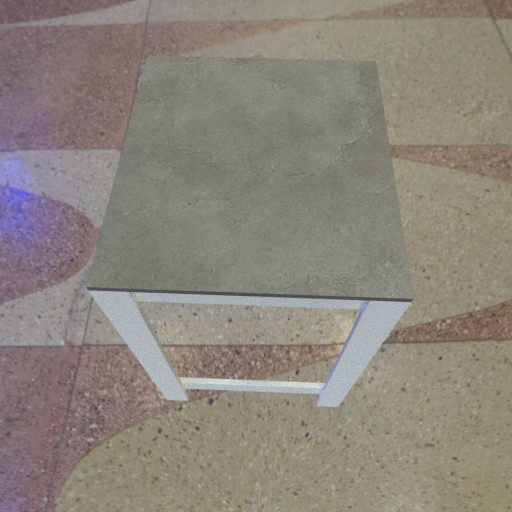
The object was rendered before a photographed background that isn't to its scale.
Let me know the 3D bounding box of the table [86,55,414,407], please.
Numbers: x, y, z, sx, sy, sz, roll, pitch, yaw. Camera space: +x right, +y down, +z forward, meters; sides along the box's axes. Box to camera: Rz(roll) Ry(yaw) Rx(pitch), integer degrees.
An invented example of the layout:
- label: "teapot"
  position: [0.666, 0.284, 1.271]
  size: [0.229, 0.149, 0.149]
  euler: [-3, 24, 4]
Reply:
- label: "table"
  position: [0.000, 0.000, 1.587]
  size: [0.700, 1.020, 0.800]
  euler: [2, 59, 1]
